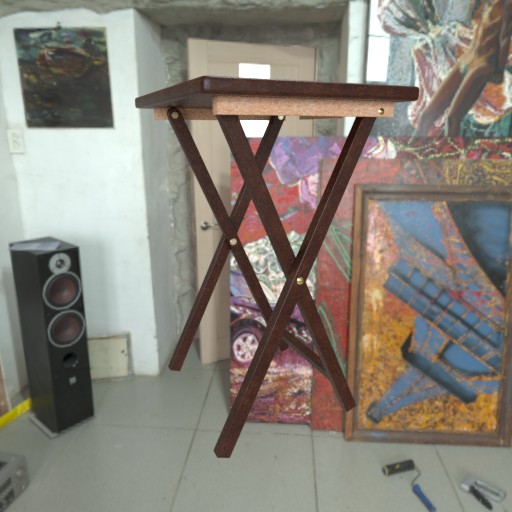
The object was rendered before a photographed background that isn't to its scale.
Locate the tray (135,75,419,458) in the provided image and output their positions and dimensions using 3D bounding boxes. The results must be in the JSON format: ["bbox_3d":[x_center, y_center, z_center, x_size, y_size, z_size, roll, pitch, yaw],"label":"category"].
[{"bbox_3d":[0.000,0.000,0.955,0.381,0.660,0.483,-7,17,-24],"label":"tray"}]
